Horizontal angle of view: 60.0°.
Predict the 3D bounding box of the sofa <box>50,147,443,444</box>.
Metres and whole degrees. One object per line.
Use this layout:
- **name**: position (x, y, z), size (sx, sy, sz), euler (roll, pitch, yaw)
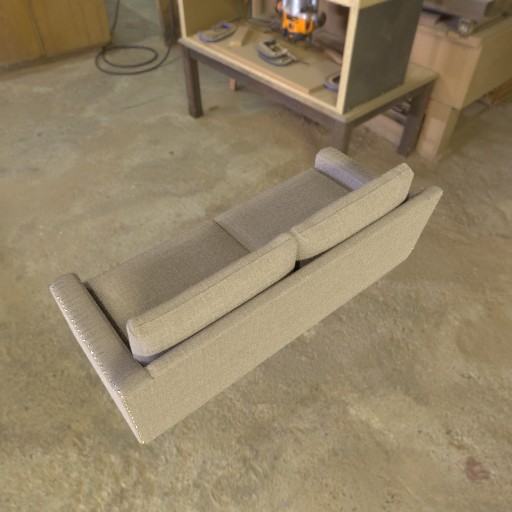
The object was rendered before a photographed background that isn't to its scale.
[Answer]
- **sofa**: position (0.000, 0.000, 2.751), size (2.208, 0.857, 1.000), euler (-30, 53, -25)
